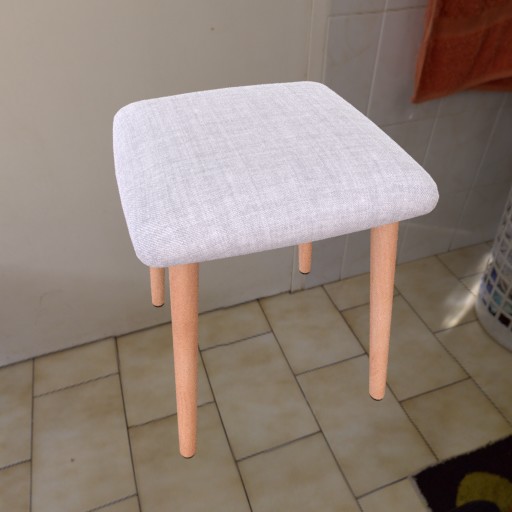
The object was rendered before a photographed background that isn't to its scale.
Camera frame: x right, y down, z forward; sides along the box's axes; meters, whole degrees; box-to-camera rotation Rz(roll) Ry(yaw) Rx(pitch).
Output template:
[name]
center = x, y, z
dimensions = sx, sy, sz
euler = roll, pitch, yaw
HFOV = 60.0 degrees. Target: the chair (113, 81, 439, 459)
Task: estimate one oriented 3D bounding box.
[chair]
center = 0.000, 0.000, 0.682
dimensions = 0.350, 0.440, 0.350
euler = -12, 43, -13
